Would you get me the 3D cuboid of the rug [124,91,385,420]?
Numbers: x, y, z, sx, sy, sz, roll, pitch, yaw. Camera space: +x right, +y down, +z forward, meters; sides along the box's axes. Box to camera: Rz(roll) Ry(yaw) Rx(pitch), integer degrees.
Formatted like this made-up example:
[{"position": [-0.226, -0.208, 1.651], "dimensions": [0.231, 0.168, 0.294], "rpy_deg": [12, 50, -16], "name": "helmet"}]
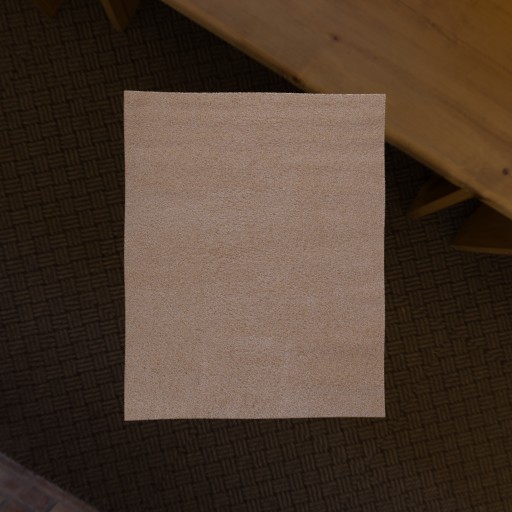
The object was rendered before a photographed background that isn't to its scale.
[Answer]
[{"position": [0.000, 0.000, 4.082], "dimensions": [2.400, 0.025, 3.000], "rpy_deg": [0, 90, -2], "name": "rug"}]
